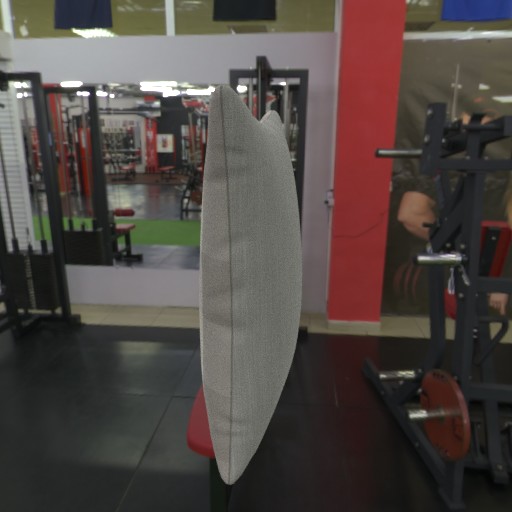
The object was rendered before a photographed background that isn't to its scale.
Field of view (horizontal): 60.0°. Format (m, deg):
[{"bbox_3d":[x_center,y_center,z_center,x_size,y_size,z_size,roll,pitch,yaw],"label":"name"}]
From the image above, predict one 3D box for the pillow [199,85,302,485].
[{"bbox_3d":[0.000,0.000,0.772,0.161,0.509,0.511,2,15,8],"label":"pillow"}]
